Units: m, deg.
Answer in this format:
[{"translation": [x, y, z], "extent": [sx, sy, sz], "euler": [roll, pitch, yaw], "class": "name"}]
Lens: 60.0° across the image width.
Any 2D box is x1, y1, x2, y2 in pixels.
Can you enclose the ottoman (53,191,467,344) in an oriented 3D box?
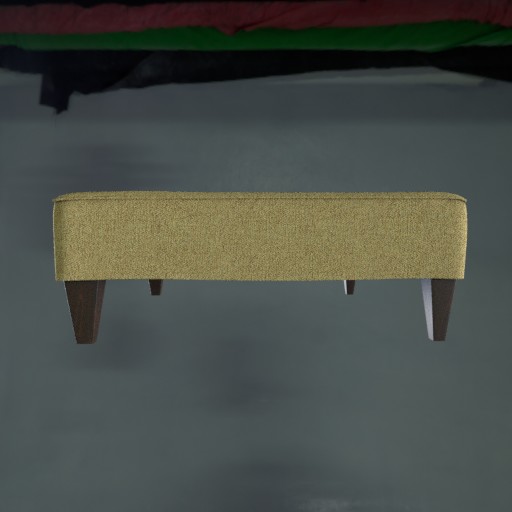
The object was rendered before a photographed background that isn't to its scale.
[{"translation": [0.000, 0.000, 1.504], "extent": [0.970, 0.378, 0.981], "euler": [0, 2, -2], "class": "ottoman"}]
